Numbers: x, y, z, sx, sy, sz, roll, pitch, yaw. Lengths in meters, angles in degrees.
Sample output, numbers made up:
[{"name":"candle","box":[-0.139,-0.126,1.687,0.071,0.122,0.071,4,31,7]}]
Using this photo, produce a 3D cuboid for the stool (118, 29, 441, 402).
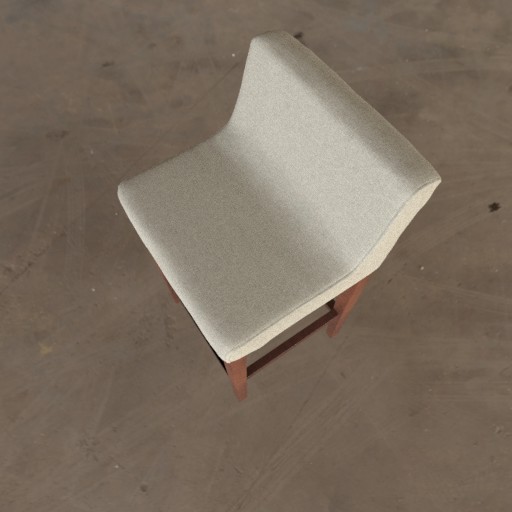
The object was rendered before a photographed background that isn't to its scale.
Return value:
[{"name":"stool","box":[0.000,0.000,1.227,0.500,0.937,0.511,-31,67,-15]}]
